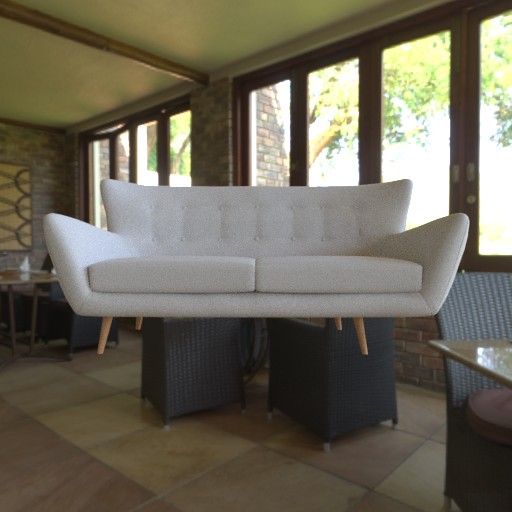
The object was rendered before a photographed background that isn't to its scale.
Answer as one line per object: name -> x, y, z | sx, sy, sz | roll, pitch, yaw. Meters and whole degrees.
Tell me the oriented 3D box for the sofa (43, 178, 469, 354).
sofa -> 0.000, 0.000, 2.389 | 1.930, 0.890, 0.899 | 0, 1, 1
